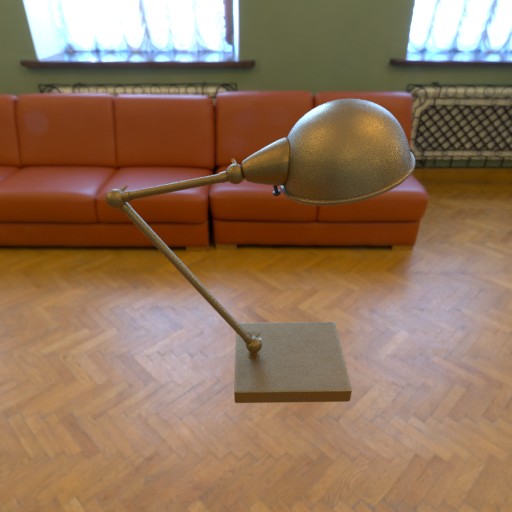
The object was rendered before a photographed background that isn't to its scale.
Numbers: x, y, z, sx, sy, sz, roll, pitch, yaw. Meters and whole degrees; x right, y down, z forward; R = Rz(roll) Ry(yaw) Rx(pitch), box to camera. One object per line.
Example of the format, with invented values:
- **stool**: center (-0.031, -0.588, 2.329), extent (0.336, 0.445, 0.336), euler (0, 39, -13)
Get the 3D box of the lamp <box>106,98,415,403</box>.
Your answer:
- **lamp**: center (0.000, 0.000, 0.547), extent (0.339, 0.371, 0.149), euler (0, 32, -1)
